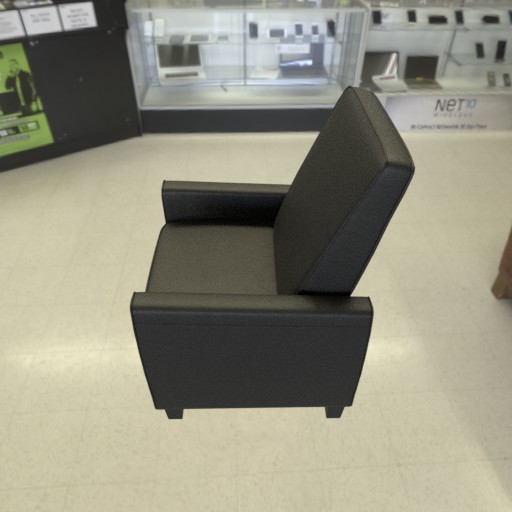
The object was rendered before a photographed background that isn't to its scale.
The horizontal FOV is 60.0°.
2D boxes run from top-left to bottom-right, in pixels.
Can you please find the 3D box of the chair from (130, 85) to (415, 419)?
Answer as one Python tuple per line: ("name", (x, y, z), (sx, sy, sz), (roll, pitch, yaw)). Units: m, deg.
("chair", (0.000, 0.000, 1.533), (0.746, 1.013, 0.705), (-1, 41, -1))
